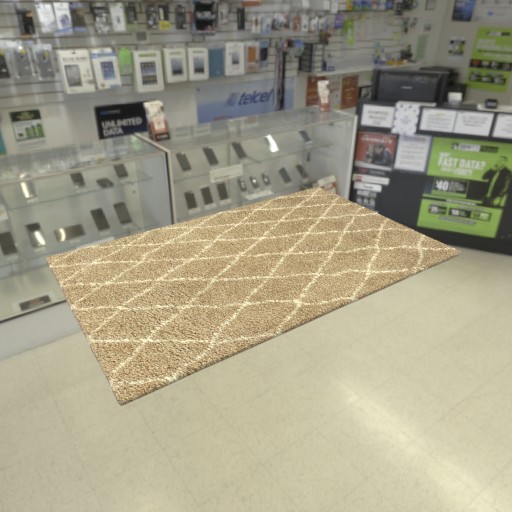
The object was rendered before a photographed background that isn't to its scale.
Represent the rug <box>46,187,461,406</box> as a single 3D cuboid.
[{"bbox_3d":[0.000,0.000,3.059,2.438,0.030,1.524,-18,34,-29],"label":"rug"}]
